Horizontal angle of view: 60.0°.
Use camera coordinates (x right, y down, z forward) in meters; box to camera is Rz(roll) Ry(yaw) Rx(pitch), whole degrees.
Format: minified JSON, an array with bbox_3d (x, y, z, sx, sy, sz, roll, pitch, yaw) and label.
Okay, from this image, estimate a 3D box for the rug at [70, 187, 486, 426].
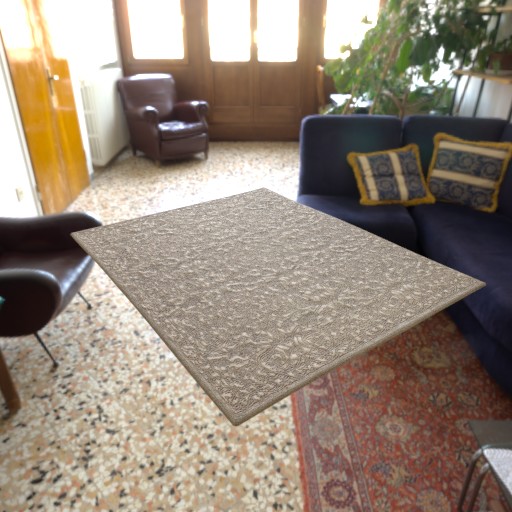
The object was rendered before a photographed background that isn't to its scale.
[{"bbox_3d":[0.000,0.000,4.053,2.472,0.035,3.017,-19,33,-32],"label":"rug"}]
